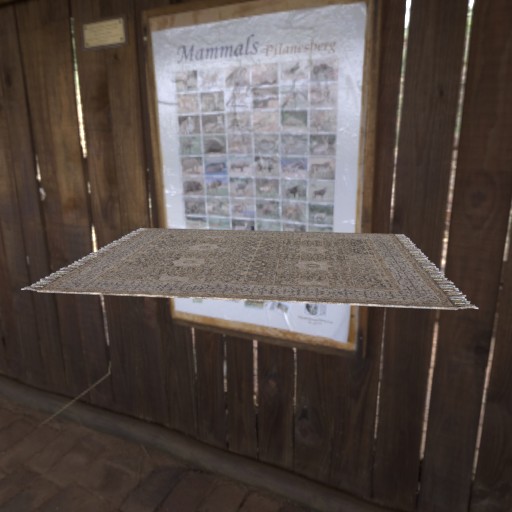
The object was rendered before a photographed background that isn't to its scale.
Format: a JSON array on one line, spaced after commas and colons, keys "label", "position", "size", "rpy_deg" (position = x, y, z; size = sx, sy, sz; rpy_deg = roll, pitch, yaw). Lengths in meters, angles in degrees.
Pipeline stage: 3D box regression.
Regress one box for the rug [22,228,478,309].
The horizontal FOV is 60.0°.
[{"label": "rug", "position": [0.000, 0.000, 4.307], "size": [3.291, 0.017, 2.431], "rpy_deg": [2, 15, 7]}]
